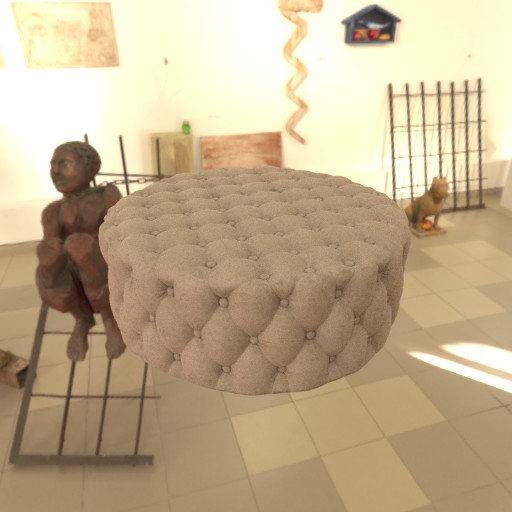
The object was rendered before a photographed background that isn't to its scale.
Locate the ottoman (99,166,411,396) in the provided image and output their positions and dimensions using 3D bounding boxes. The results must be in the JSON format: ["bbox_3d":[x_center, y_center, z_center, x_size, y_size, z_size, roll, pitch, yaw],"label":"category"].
[{"bbox_3d":[0.000,0.000,1.533,0.998,0.399,0.998,0,27,0],"label":"ottoman"}]
